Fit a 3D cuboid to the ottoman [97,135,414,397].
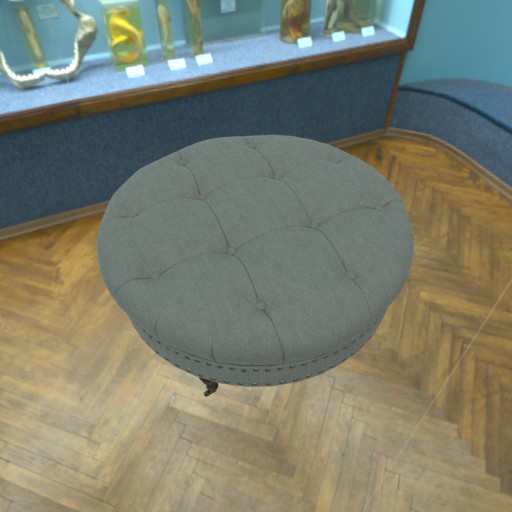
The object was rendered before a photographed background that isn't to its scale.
[{"bbox_3d":[0.000,0.000,1.397,0.901,0.439,0.901,0,47,0],"label":"ottoman"}]
